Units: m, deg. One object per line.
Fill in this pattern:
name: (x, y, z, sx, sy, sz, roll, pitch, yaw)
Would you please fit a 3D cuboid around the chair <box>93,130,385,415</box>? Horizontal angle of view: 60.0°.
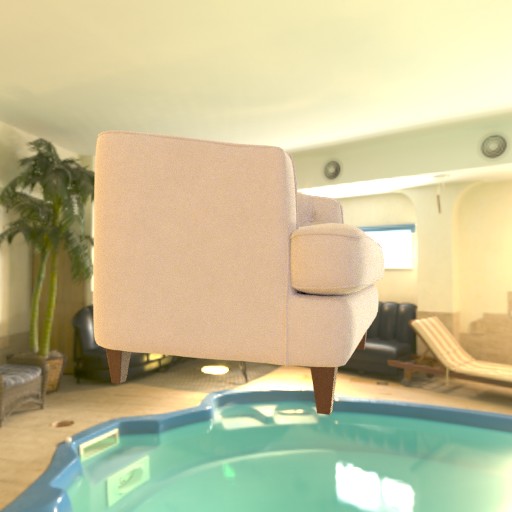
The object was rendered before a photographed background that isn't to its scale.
chair: (0.000, 0.000, 1.740, 0.941, 0.852, 1.104, 0, -1, 19)
